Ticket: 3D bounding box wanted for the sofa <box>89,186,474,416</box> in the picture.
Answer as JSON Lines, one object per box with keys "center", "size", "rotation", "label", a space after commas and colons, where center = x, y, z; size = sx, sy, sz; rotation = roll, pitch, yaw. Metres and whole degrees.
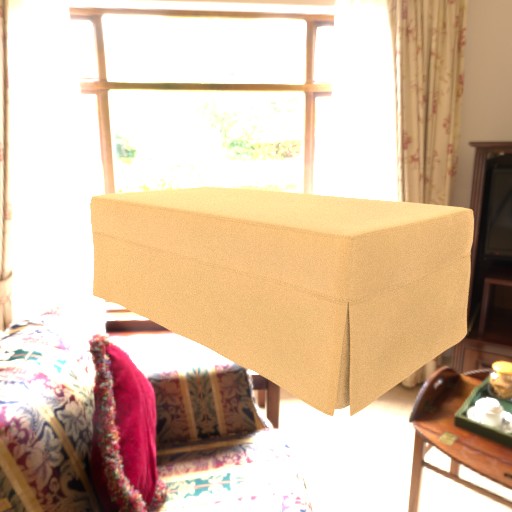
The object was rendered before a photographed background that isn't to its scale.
{"center": [0.000, 0.000, 2.081], "size": [0.939, 0.552, 1.677], "rotation": [-12, 18, -43], "label": "sofa"}
